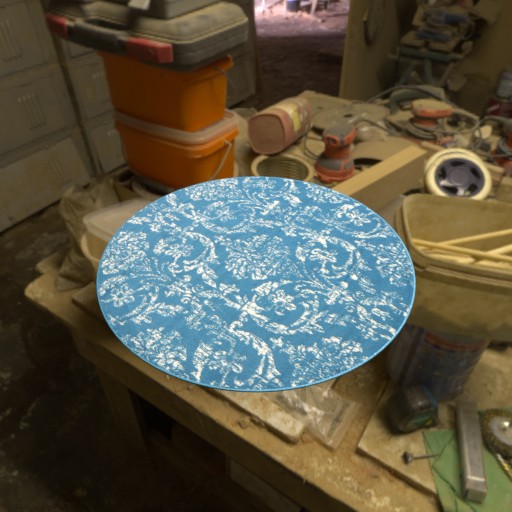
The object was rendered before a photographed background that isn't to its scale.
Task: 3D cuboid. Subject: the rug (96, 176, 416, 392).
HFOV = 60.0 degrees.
[{"bbox_3d":[0.000,0.000,2.292,1.593,0.012,1.593,0,41,0],"label":"rug"}]
